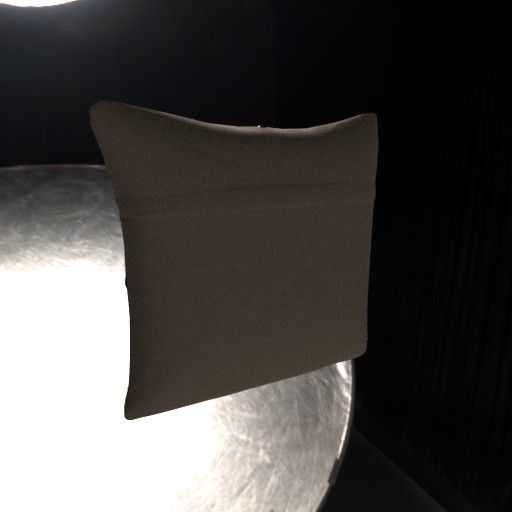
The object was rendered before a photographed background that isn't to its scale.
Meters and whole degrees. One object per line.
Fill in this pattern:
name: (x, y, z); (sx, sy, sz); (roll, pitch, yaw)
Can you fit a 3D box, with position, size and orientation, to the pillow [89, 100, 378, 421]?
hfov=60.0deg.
pillow: (0.000, 0.000, 0.731); (0.484, 0.470, 0.192); (-7, 17, -26)
